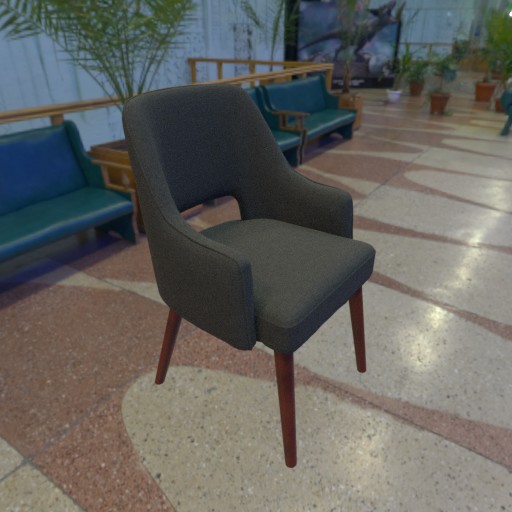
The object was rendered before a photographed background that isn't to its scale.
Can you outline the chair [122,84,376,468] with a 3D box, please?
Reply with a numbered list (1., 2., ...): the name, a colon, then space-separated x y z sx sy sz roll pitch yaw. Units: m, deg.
1. chair: 0.000 0.000 1.218 0.560 0.838 0.559 19 33 32
